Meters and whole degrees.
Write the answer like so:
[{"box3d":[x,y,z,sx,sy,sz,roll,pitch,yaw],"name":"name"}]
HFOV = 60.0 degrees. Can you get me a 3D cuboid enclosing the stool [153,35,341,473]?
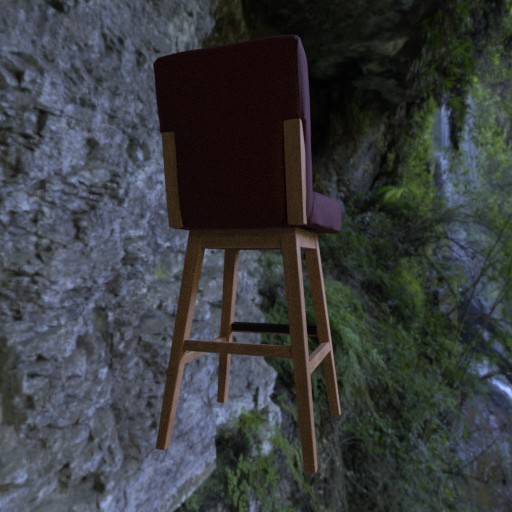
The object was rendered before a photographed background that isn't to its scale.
[{"box3d":[0.000,0.000,1.384,0.468,1.093,0.562,0,0,19],"name":"stool"}]
